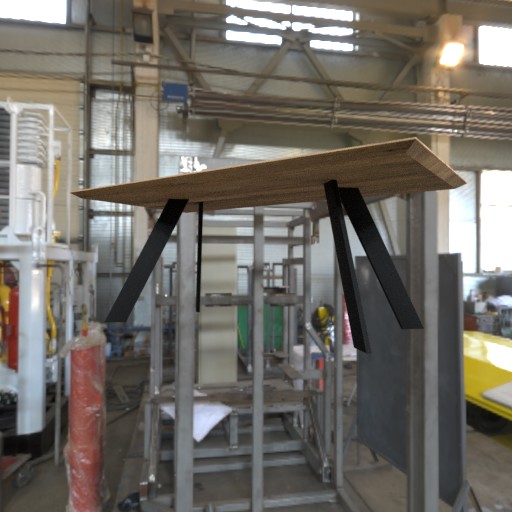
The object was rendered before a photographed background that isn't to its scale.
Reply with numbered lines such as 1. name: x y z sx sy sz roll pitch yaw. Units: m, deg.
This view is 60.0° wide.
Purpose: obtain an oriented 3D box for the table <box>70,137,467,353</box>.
1. table: 0.000 0.000 2.471 2.000 0.770 1.000 -1 -1 35
